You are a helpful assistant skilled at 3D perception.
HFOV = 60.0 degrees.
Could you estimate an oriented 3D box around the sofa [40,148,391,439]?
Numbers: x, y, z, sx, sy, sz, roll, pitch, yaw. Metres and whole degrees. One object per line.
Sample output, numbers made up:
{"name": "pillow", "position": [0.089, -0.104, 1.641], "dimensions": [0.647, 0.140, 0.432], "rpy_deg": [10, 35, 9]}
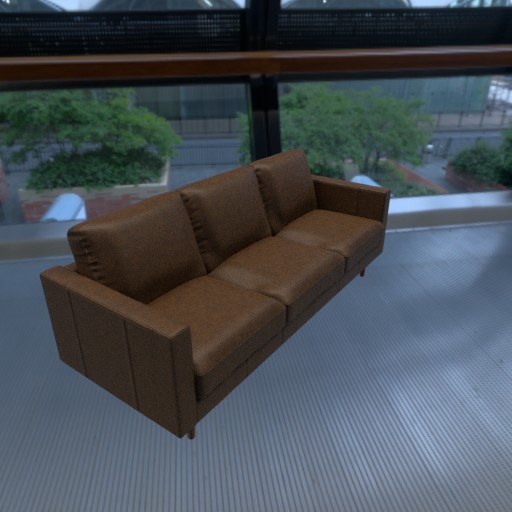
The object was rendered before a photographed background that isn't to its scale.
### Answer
{"name": "sofa", "position": [0.000, 0.000, 2.747], "dimensions": [0.903, 0.930, 2.231], "rpy_deg": [18, 31, 32]}
